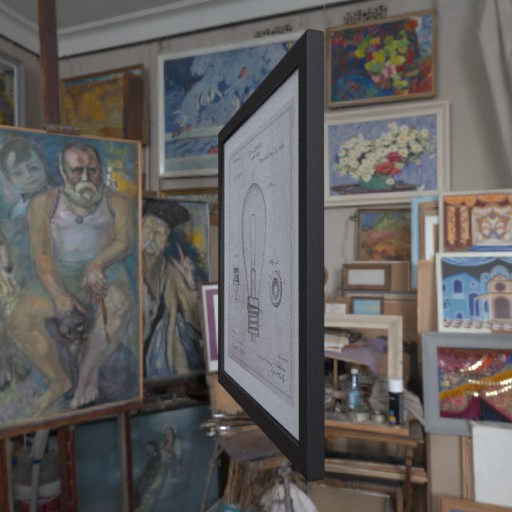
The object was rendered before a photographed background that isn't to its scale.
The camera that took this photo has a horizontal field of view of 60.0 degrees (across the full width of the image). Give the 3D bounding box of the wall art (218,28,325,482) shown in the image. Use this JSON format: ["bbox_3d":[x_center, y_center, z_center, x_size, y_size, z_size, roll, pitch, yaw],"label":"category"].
[{"bbox_3d":[0.000,0.000,0.705,0.021,0.509,0.430,0,-1,-18],"label":"wall art"}]
